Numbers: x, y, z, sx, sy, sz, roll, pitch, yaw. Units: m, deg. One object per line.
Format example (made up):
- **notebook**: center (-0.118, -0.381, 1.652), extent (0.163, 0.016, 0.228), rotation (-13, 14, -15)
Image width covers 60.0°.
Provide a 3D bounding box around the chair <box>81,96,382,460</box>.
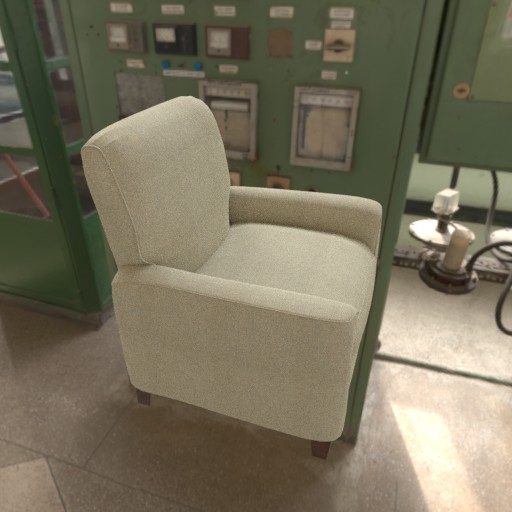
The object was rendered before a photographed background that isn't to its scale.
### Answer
- **chair**: center (0.000, 0.000, 1.615), extent (0.853, 1.006, 0.850), rotation (10, 32, 17)
